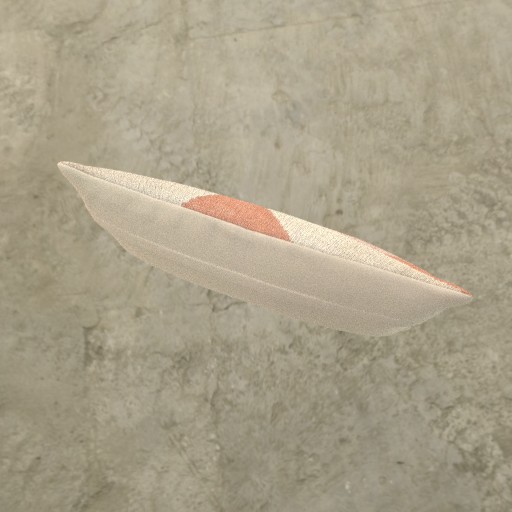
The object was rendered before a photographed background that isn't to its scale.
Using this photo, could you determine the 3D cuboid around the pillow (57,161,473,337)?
[{"bbox_3d":[0.000,0.000,0.743,0.609,0.292,0.155,18,65,9],"label":"pillow"}]
